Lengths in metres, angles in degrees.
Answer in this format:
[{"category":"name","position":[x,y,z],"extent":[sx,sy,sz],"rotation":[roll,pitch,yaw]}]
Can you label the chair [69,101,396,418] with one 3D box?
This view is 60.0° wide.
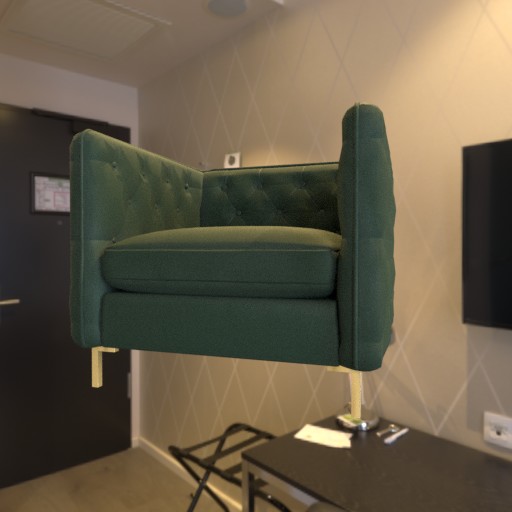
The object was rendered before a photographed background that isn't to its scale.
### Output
[{"category":"chair","position":[0.000,0.000,1.538],"extent":[0.917,0.768,0.855],"rotation":[0,1,18]}]
